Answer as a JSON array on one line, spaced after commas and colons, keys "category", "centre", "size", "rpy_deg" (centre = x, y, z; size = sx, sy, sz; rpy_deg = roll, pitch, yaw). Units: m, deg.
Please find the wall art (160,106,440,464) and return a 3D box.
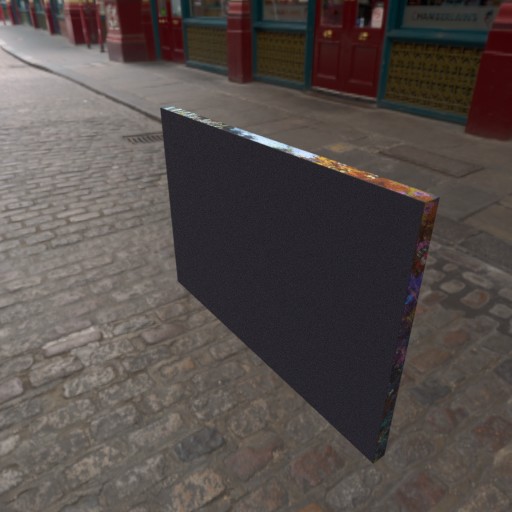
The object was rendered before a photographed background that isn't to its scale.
[{"category": "wall art", "centre": [0.000, 0.000, 1.138], "size": [0.037, 0.604, 0.908], "rpy_deg": [-19, 35, -31]}]
